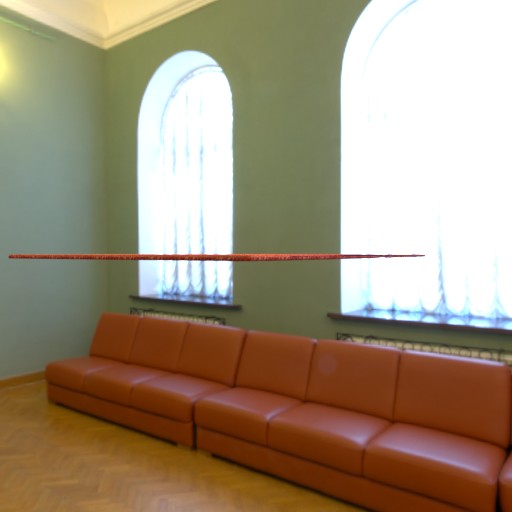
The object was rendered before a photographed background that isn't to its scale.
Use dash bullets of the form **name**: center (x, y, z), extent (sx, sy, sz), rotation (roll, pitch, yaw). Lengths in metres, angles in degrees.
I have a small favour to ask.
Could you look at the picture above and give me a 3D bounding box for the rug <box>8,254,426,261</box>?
- **rug**: center (0.000, 0.000, 2.230), extent (1.230, 0.018, 1.835), rotation (0, 0, 34)
